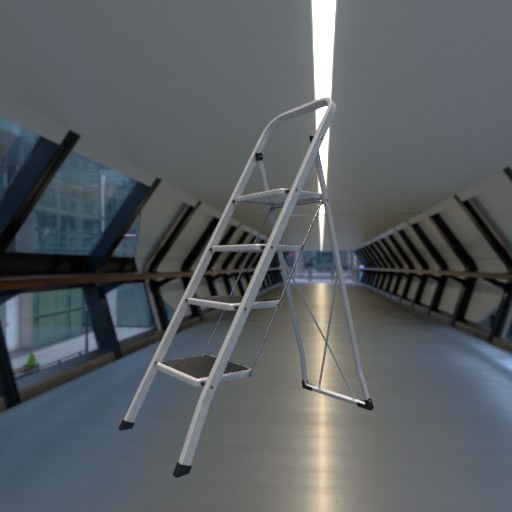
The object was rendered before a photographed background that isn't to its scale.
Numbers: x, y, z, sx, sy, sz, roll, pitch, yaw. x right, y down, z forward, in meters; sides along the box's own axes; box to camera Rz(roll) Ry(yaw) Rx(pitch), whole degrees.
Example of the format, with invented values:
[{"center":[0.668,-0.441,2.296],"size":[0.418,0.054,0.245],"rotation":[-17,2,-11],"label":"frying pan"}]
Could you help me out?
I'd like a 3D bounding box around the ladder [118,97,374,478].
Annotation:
[{"center":[0.000,0.000,1.717],"size":[0.914,1.265,0.460],"rotation":[0,-1,-37],"label":"ladder"}]
